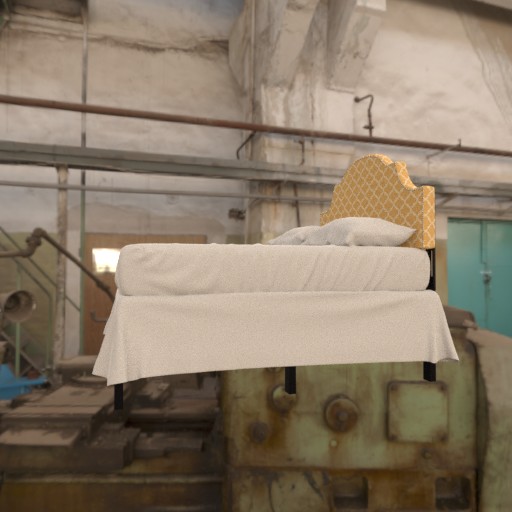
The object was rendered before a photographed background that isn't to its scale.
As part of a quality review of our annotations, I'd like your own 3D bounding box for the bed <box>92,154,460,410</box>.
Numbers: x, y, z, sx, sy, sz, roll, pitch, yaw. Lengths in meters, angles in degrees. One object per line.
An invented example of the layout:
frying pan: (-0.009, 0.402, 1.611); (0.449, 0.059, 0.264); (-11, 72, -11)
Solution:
bed: (0.000, 0.000, 3.326); (2.222, 1.633, 1.780); (0, -1, -17)
